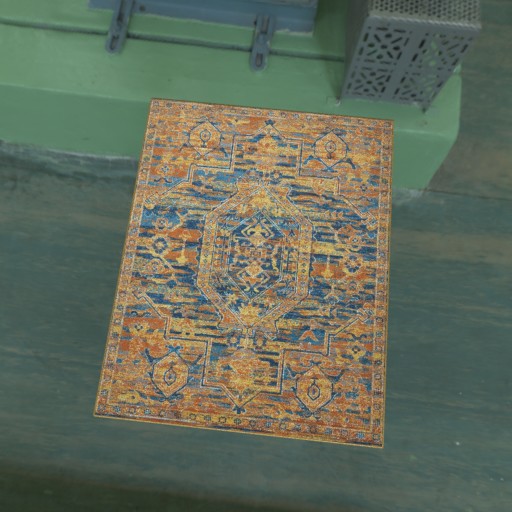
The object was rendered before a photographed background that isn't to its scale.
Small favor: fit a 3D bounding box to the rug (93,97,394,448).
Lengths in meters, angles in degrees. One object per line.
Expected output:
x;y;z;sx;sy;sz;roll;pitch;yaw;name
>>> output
0.000;0.000;4.051;2.435;0.031;3.040;6;76;1;rug
